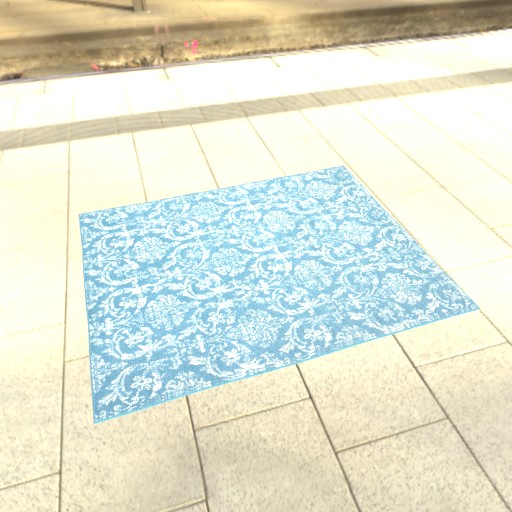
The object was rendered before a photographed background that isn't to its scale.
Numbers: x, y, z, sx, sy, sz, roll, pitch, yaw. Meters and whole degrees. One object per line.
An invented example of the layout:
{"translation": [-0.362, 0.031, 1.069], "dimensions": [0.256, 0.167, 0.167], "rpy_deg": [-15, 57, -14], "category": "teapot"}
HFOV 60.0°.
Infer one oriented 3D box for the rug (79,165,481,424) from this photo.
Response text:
{"translation": [0.000, 0.000, 4.005], "dimensions": [2.980, 0.012, 2.363], "rpy_deg": [-13, 43, -14], "category": "rug"}
